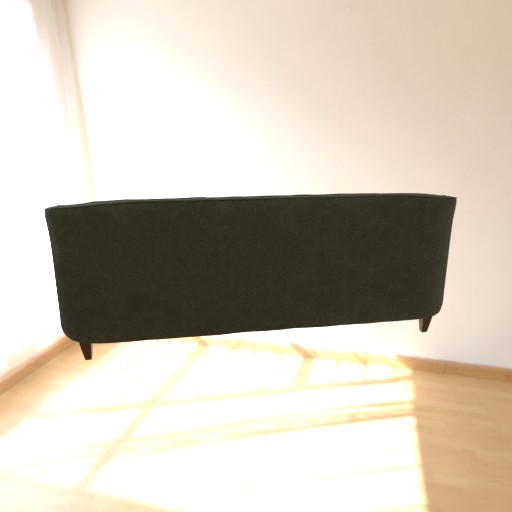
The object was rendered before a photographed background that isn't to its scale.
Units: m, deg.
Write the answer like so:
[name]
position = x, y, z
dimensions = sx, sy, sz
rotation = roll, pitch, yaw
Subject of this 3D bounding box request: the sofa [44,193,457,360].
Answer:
[sofa]
position = 0.000, 0.000, 2.758
dimensions = 2.278, 0.855, 0.941
rotation = -3, 15, -10
